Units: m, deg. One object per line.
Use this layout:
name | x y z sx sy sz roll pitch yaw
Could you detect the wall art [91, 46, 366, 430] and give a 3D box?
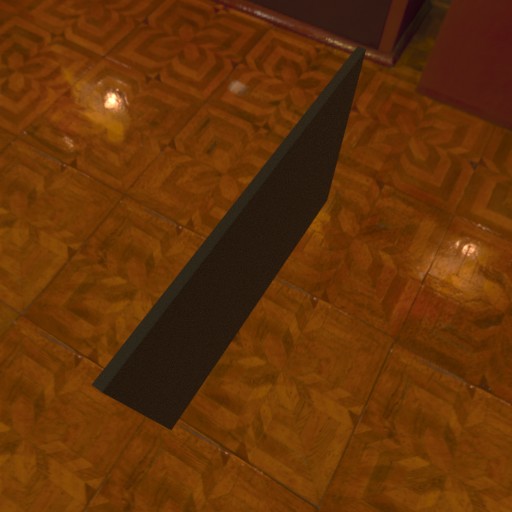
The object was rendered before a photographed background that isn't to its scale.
wall art | 0.000 0.000 1.192 0.026 0.656 0.958 30 67 14
